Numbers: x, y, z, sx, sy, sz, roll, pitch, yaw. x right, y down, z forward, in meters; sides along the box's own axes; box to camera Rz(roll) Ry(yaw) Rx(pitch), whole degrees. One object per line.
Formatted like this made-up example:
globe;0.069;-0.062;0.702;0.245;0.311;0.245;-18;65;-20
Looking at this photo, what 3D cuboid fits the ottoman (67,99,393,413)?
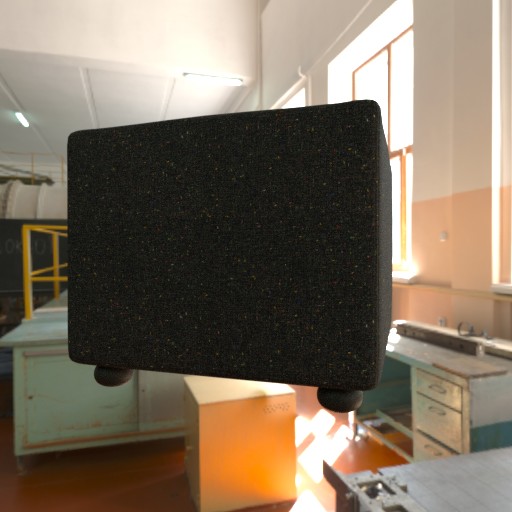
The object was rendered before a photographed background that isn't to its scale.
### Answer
ottoman;0.000;0.000;0.871;0.508;0.432;0.508;0;0;19
